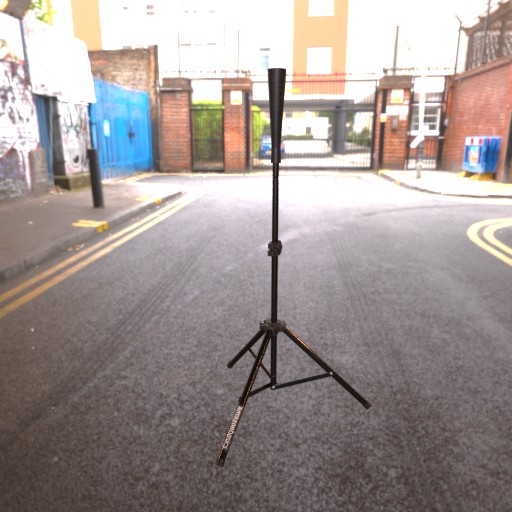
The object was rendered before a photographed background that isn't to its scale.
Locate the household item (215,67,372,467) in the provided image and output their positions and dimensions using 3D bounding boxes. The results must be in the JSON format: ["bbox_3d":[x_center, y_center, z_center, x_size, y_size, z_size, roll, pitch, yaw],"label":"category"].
[{"bbox_3d":[0.000,0.000,1.360,0.559,1.067,0.559,14,20,43],"label":"household item"}]
